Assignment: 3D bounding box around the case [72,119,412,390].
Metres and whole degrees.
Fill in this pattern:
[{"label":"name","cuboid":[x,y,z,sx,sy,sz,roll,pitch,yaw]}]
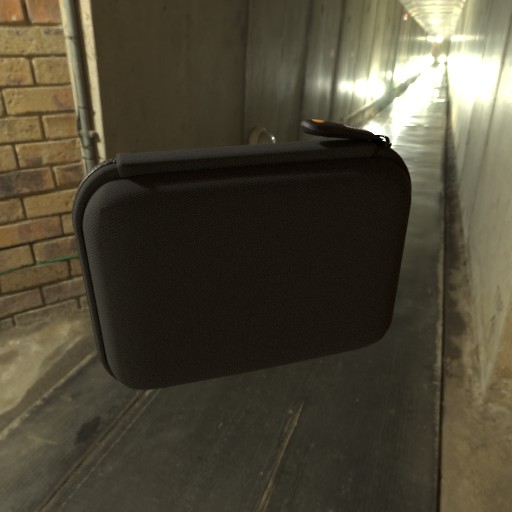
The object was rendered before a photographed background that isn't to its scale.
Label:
[{"label":"case","cuboid":[0.000,0.000,0.179,0.132,0.105,0.038,-7,27,-15]}]
